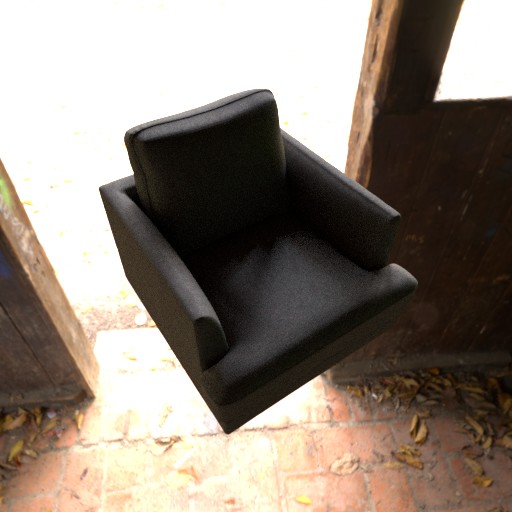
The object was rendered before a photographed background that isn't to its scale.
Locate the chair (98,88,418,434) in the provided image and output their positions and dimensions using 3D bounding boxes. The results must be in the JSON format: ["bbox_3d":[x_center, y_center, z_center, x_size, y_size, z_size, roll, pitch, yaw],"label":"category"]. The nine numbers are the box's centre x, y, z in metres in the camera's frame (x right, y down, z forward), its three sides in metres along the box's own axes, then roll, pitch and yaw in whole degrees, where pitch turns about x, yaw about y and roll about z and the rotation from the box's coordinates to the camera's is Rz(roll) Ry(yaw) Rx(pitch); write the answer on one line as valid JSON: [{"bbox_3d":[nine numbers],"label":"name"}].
[{"bbox_3d":[0.000,0.000,1.683,0.858,0.957,0.899,-26,51,-23],"label":"chair"}]
